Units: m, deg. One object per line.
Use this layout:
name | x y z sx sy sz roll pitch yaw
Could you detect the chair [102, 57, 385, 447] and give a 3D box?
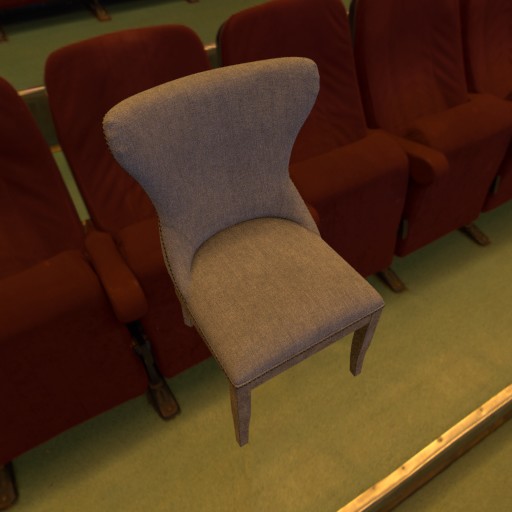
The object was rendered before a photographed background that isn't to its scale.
chair | 0.000 0.000 1.434 0.654 1.002 0.681 -24 52 -21
